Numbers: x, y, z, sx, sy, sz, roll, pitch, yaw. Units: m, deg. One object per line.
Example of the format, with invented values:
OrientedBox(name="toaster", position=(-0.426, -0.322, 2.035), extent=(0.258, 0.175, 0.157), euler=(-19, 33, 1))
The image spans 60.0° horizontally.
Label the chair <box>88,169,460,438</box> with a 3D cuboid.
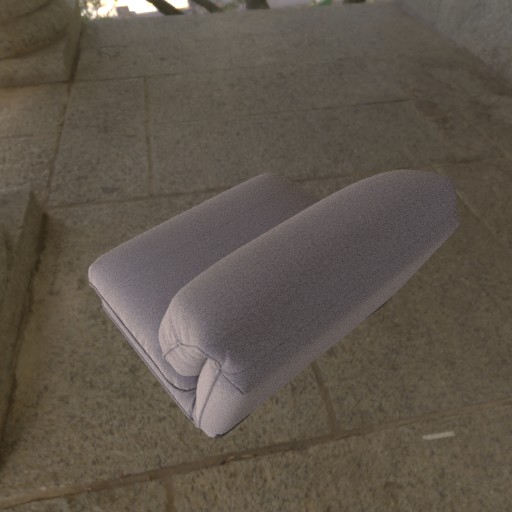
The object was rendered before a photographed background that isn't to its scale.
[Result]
OrientedBox(name="chair", position=(0.000, 0.000, 1.324), extent=(0.820, 0.580, 0.780), euler=(-32, 54, -27))
